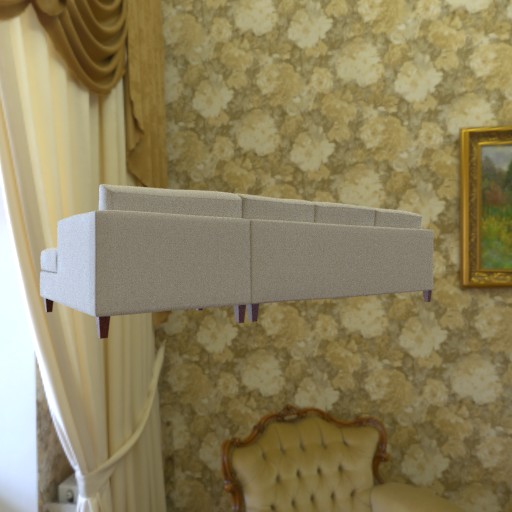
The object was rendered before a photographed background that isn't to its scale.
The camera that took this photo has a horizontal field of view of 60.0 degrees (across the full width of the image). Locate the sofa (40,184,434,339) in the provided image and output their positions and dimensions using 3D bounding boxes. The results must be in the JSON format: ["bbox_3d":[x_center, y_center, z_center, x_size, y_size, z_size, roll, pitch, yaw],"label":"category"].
[{"bbox_3d":[0.000,0.000,4.189,3.471,0.954,1.599,0,0,-36],"label":"sofa"}]
